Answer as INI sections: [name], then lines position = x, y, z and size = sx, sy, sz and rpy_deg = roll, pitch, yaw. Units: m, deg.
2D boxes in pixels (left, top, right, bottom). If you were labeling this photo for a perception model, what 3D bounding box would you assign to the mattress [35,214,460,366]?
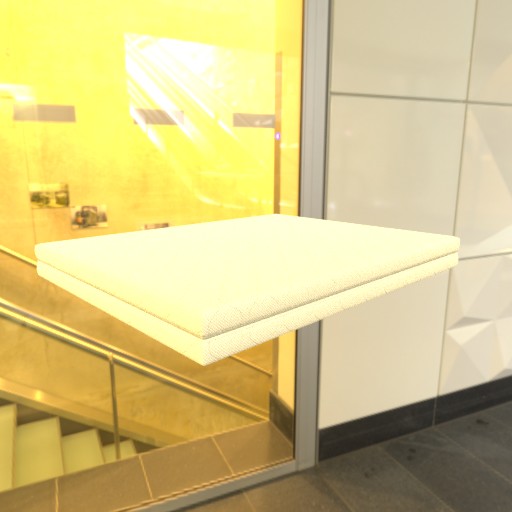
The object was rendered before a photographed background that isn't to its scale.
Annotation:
[mattress]
position = 0.000, 0.000, 2.669
size = 2.000, 0.200, 1.600
rpy_deg = -12, 17, -42
